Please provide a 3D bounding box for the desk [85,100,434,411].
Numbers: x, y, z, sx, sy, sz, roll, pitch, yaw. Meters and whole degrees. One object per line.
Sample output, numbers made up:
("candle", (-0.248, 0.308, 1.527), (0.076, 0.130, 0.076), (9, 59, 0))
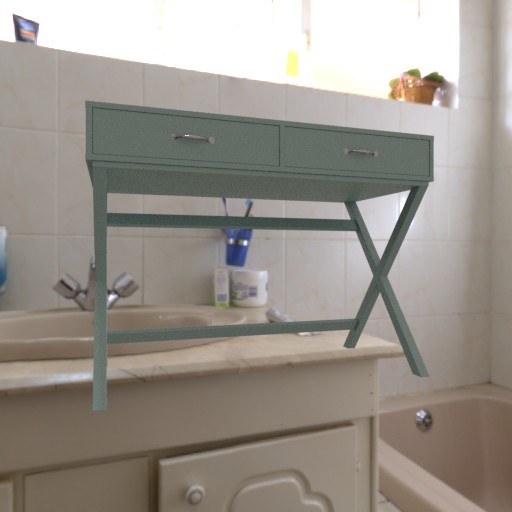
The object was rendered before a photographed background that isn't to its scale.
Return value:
("desk", (0.000, 0.000, 1.504), (1.057, 0.780, 0.525), (0, 0, -18))
